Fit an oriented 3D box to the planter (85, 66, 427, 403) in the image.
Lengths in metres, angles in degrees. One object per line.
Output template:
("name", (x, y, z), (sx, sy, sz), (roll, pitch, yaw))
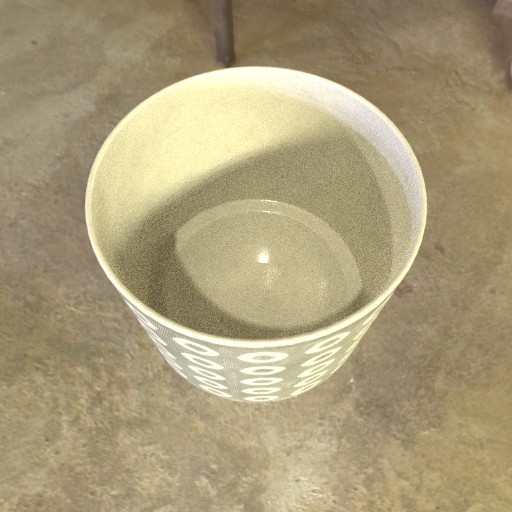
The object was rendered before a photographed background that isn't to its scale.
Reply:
("planter", (0.000, 0.000, 0.433), (0.250, 0.239, 0.250), (0, 62, 0))
